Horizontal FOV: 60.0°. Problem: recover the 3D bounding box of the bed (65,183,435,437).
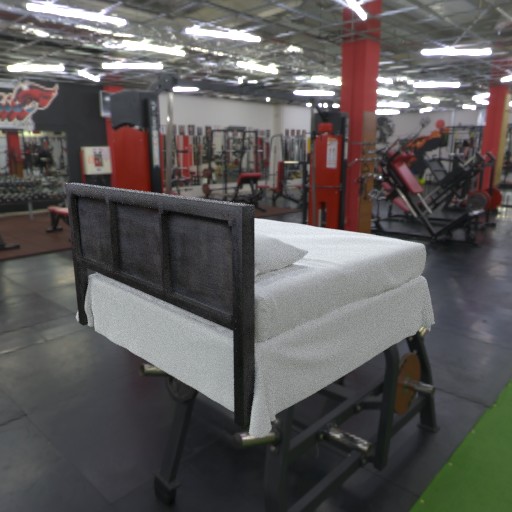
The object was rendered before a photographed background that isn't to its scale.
[{"bbox_3d":[0.000,0.000,3.554,2.165,1.158,2.255,-13,18,-43],"label":"bed"}]
